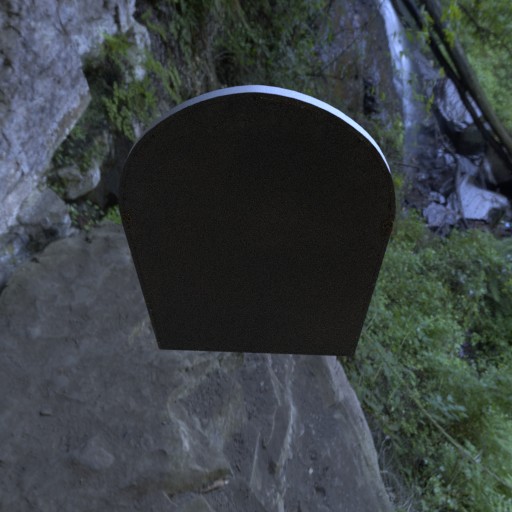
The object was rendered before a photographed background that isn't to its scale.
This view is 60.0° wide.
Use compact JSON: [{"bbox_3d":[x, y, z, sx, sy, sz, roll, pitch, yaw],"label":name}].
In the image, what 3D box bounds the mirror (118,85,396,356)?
[{"bbox_3d":[0.000,0.000,1.177,0.660,0.920,0.032,2,46,2],"label":"mirror"}]
